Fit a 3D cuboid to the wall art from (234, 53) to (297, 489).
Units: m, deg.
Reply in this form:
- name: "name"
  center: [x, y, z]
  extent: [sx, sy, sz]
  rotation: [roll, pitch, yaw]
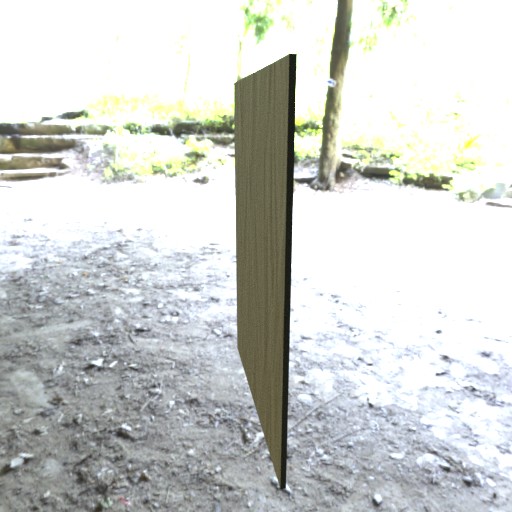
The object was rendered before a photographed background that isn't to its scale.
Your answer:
- name: "wall art"
  center: [0.000, 0.000, 1.454]
  extent: [0.016, 1.116, 0.810]
  rotation: [-3, 18, -10]
